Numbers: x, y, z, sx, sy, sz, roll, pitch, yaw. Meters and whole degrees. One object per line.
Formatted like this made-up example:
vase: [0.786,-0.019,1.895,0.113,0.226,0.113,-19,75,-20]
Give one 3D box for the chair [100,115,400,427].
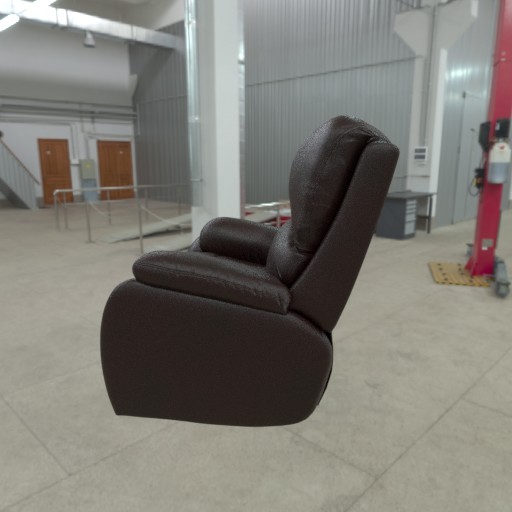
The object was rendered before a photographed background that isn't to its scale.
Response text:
chair: [0.000,0.000,1.714,0.899,1.011,0.930,2,12,9]
